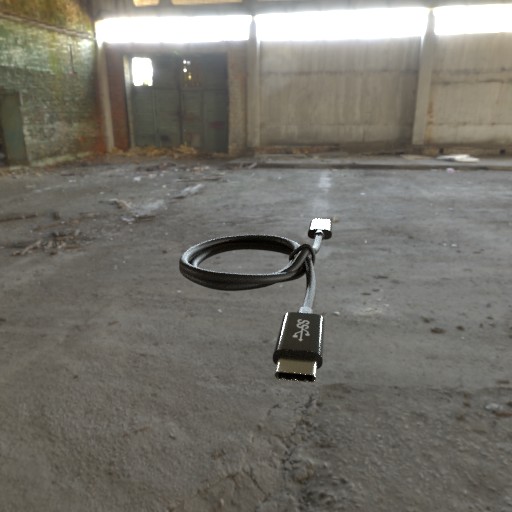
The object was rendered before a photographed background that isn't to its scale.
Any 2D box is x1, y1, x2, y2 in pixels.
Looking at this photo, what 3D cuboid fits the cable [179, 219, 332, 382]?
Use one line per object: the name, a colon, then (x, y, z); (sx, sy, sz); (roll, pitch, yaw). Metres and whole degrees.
cable: (0.000, 0.000, 0.209); (0.070, 0.014, 0.186); (3, 18, 9)
